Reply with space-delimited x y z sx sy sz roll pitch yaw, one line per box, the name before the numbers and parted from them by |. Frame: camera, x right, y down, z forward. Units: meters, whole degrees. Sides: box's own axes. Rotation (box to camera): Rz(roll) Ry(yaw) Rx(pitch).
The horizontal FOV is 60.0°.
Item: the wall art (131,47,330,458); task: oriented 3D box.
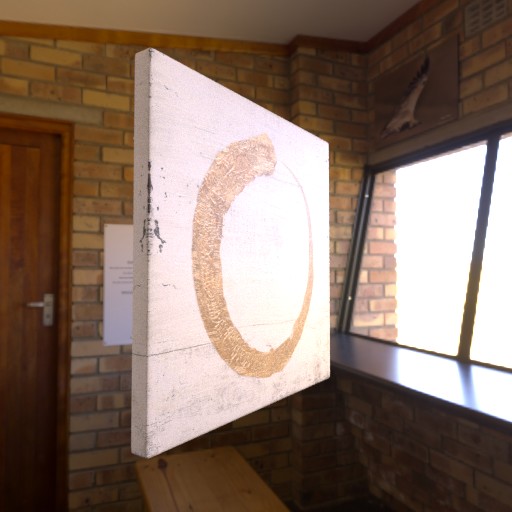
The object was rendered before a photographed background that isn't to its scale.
wall art | 0.000 0.000 0.914 0.040 0.611 0.610 -1 -2 35
